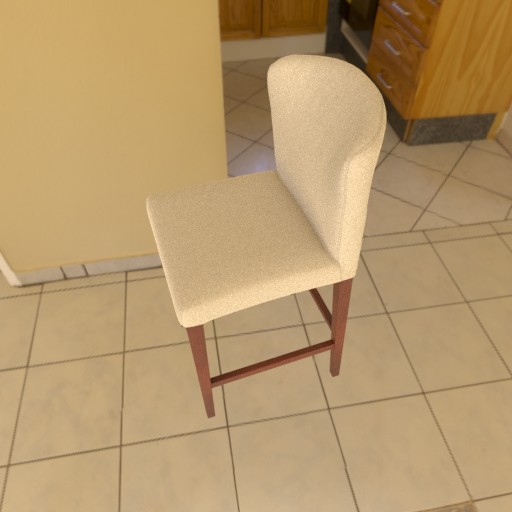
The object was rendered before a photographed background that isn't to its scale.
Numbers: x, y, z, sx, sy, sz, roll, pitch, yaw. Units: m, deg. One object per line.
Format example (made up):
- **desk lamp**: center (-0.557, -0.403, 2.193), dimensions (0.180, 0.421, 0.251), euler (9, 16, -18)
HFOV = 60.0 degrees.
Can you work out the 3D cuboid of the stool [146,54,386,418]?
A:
- **stool**: center (0.000, 0.000, 1.374), dimensions (0.568, 1.069, 0.479), euler (-15, 49, -13)
